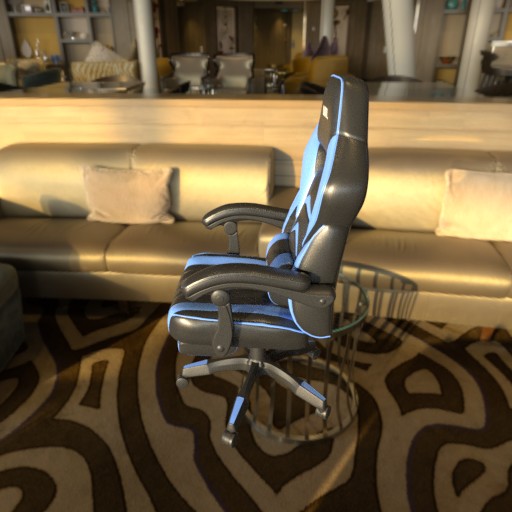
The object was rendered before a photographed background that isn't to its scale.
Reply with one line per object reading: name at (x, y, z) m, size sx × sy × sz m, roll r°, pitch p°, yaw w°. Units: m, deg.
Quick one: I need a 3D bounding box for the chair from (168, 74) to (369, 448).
chair at (0.000, 0.000, 1.692) m, size 0.700 × 1.280 × 0.700 m, roll 0°, pitch 26°, yaw 0°
